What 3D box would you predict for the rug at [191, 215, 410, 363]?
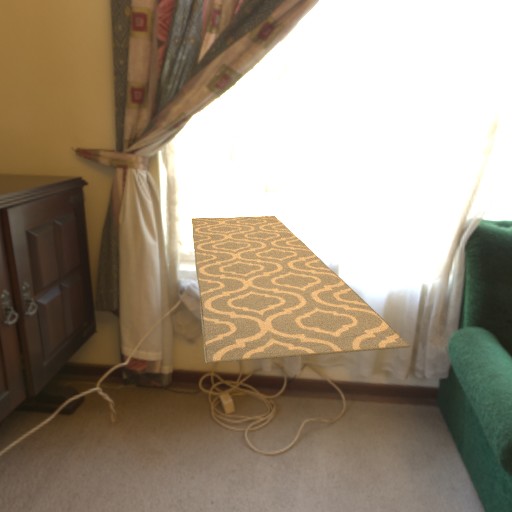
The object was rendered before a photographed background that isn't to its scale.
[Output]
[{"bbox_3d":[0.000,0.000,2.498,0.684,0.009,2.275,-3,17,-9],"label":"rug"}]
